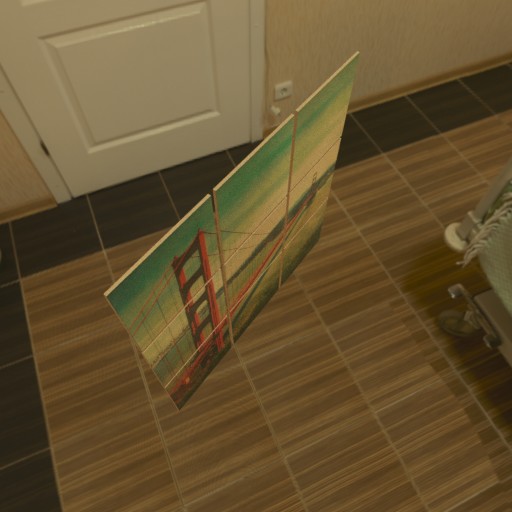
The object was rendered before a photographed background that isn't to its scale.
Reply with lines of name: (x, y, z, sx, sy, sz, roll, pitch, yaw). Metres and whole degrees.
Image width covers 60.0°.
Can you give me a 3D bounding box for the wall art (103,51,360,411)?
wall art: (0.000, 0.000, 2.299, 0.014, 1.507, 1.519, 33, 64, 18)
